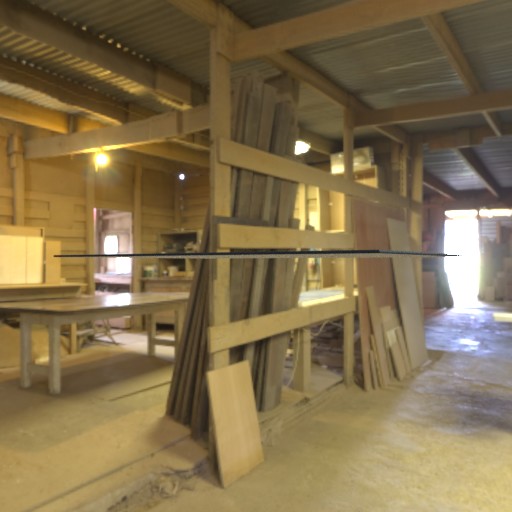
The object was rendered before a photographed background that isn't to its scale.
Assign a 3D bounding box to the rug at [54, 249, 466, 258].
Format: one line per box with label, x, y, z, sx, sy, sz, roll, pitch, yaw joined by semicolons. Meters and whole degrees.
rug;0.000;0.000;2.937;2.294;0.014;1.528;-1;-1;36
